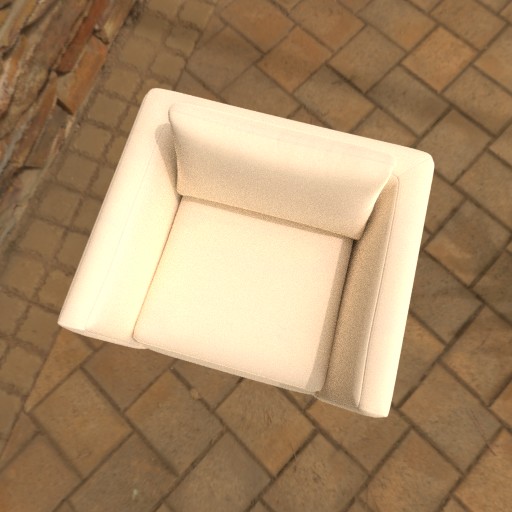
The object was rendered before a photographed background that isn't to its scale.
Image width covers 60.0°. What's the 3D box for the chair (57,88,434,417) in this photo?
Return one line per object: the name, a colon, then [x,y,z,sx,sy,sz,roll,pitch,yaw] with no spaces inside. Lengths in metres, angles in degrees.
chair: [0.000,0.000,1.665,1.041,0.865,0.889,15,75,4]
